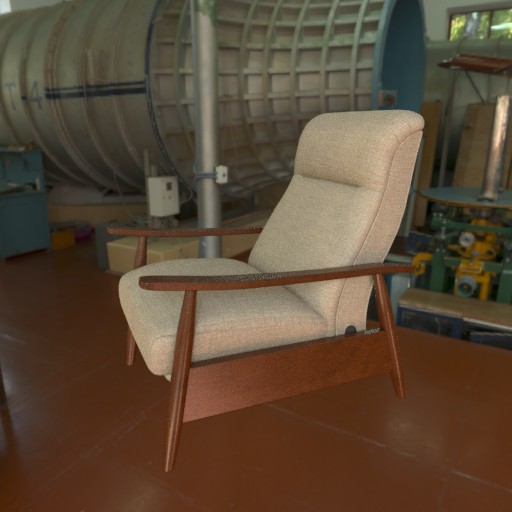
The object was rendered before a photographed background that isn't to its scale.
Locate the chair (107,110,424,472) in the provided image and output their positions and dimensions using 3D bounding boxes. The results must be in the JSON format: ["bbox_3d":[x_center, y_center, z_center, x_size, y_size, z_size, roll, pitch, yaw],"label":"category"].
[{"bbox_3d":[0.000,0.000,1.725,1.014,1.082,0.762,-7,18,-24],"label":"chair"}]
